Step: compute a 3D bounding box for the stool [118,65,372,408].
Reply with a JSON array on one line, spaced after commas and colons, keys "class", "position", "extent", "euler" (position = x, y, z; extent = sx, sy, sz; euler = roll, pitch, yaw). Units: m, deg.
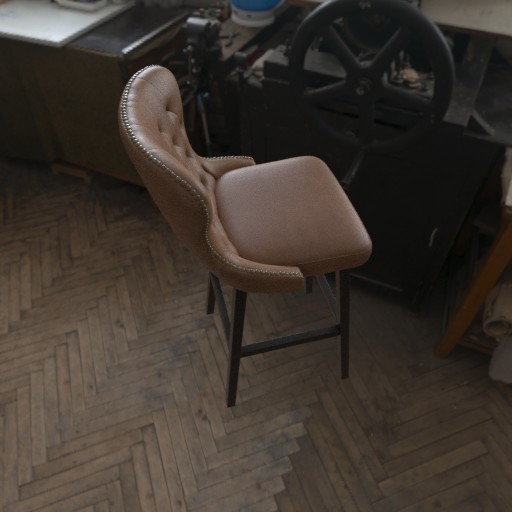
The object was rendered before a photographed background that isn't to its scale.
[{"class": "stool", "position": [0.000, 0.000, 1.356], "extent": [0.601, 1.050, 0.528], "euler": [-11, 49, -10]}]
